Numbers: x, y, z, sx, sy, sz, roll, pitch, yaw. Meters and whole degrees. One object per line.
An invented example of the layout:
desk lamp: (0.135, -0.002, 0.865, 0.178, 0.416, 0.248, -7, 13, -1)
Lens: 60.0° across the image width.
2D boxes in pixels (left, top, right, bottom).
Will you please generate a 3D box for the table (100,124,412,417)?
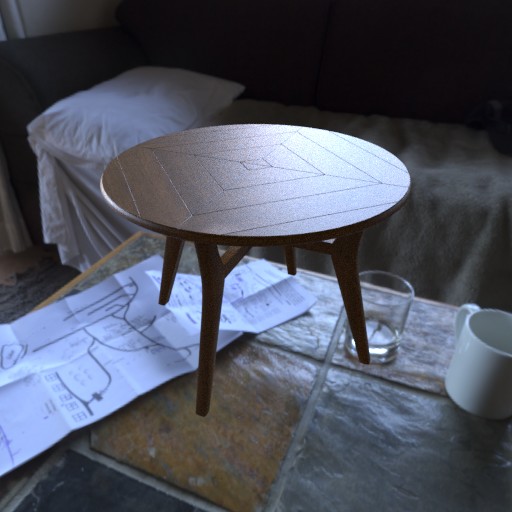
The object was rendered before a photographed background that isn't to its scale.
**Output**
table: (0.000, 0.000, 1.756, 1.055, 0.757, 1.055, 0, 32, 0)
